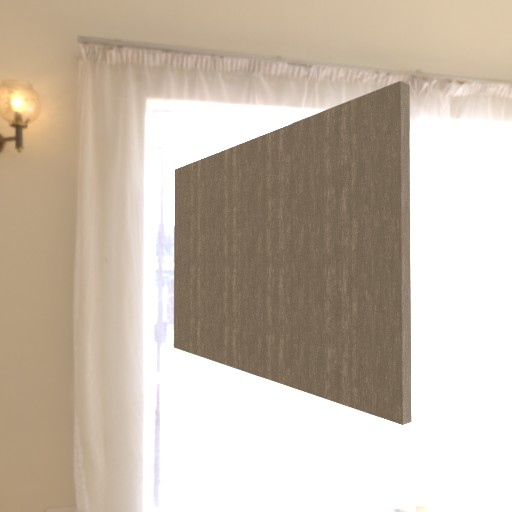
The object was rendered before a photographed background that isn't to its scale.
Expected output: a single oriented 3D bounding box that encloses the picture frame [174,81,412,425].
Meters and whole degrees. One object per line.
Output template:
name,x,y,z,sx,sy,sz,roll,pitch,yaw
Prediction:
picture frame,0.000,0.000,1.214,0.029,0.640,0.950,1,-1,-36
